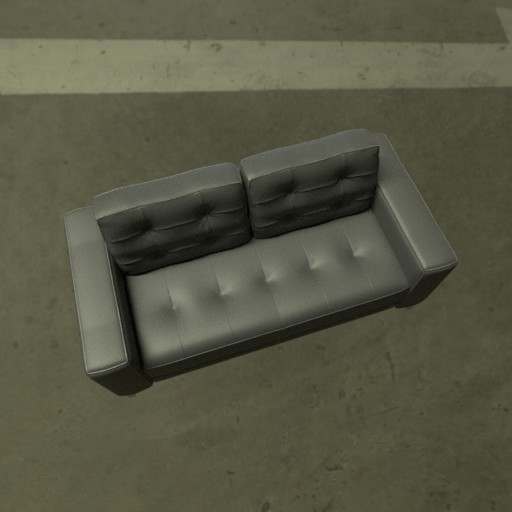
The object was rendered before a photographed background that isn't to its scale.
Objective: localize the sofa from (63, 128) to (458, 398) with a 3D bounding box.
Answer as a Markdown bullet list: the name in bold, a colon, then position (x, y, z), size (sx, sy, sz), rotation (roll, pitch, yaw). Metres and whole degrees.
- **sofa**: position (0.000, 0.000, 2.232), size (1.726, 0.892, 0.833), rotation (-16, 64, -8)
